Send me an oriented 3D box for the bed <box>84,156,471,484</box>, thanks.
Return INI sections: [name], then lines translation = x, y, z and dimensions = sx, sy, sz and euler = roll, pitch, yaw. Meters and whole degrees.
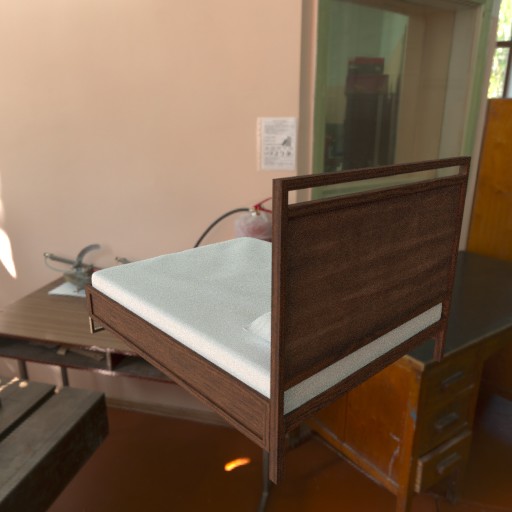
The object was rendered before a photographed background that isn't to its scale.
[bed]
translation = 0.000, 0.000, 3.307
dimensions = 1.765, 1.487, 2.218
euler = -15, 23, -40
